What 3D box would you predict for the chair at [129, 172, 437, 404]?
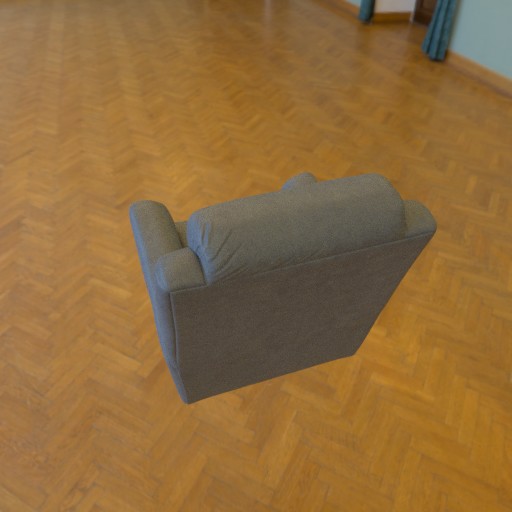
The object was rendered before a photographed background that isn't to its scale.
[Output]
[{"bbox_3d":[0.000,0.000,1.910,0.967,1.116,1.068,-13,43,-14],"label":"chair"}]
